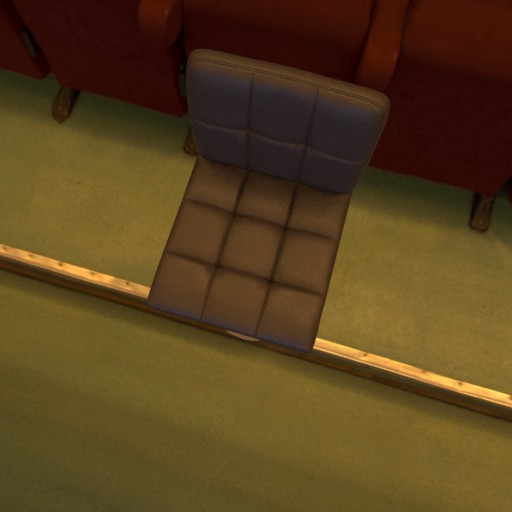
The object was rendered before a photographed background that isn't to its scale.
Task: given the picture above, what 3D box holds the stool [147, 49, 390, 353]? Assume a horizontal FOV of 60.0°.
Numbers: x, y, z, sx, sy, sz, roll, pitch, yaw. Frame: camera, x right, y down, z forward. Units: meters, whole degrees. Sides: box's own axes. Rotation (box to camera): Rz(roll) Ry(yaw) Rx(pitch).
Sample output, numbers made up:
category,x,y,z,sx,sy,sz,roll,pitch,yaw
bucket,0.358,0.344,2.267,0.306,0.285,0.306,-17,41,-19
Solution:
category,x,y,z,sx,sy,sz,roll,pitch,yaw
stool,0.000,0.000,1.337,0.430,1.115,0.505,16,76,4
